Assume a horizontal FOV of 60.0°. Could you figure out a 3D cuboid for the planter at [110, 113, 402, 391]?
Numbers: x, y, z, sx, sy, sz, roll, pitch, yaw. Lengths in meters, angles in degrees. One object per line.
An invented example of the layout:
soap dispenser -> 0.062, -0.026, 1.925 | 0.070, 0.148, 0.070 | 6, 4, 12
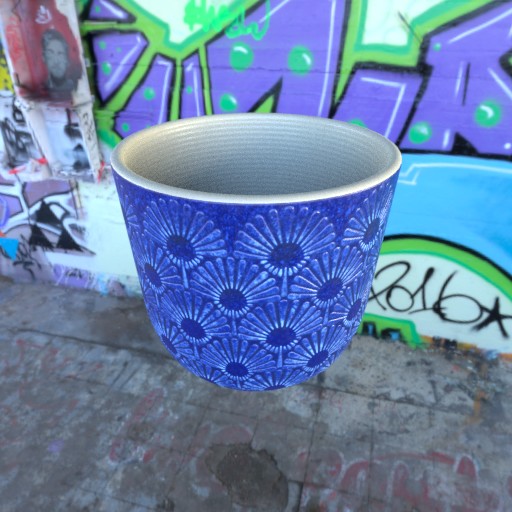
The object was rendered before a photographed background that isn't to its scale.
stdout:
planter -> 0.000, 0.000, 0.372 | 0.206, 0.190, 0.206 | 0, 30, 0
